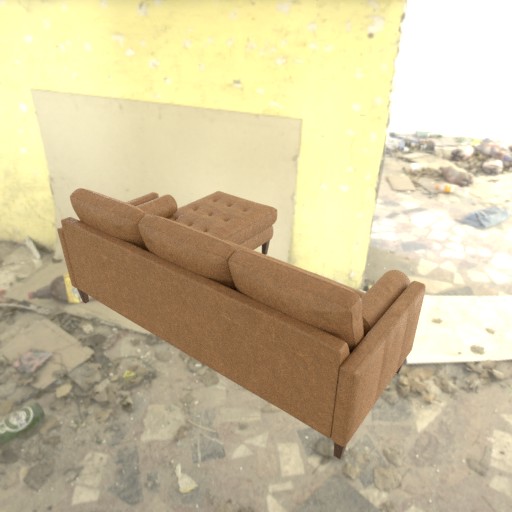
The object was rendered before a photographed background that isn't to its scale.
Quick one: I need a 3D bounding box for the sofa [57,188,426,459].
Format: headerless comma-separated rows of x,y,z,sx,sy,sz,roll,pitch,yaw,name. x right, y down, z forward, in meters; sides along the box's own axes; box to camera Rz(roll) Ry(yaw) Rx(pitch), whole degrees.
0.000,0.000,2.941,2.178,0.876,1.506,21,36,32,sofa
